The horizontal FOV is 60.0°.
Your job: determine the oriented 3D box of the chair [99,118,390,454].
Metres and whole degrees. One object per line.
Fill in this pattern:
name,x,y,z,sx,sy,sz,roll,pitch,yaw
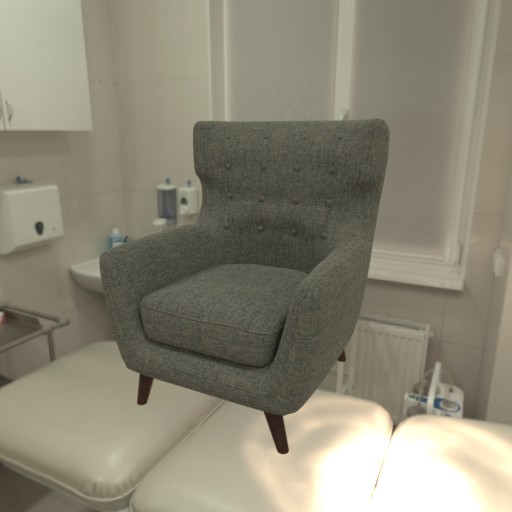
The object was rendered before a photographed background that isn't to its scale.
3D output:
chair,0.000,0.000,1.788,0.878,1.063,0.904,8,17,26
